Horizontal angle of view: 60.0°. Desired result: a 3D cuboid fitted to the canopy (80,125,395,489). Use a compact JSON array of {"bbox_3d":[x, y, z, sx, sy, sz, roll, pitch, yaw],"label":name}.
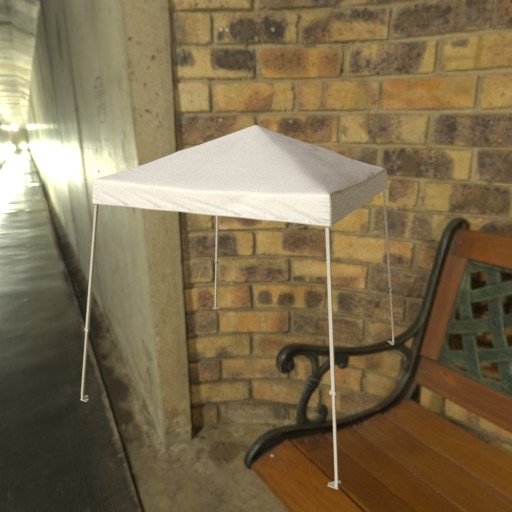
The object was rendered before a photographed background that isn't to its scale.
[{"bbox_3d":[0.000,0.000,6.353,3.599,3.600,3.600,8,18,25],"label":"canopy"}]
